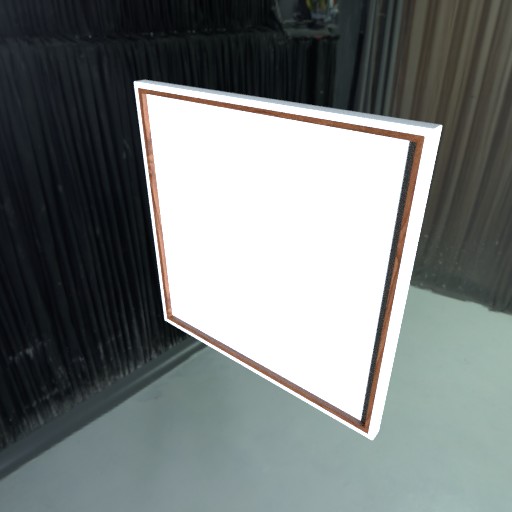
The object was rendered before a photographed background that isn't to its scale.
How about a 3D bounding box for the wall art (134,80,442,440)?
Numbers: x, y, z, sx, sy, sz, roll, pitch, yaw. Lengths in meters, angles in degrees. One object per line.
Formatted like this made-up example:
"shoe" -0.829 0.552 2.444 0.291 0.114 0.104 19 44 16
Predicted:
"wall art" 0.000 0.000 1.482 1.009 1.009 0.049 22 37 33
